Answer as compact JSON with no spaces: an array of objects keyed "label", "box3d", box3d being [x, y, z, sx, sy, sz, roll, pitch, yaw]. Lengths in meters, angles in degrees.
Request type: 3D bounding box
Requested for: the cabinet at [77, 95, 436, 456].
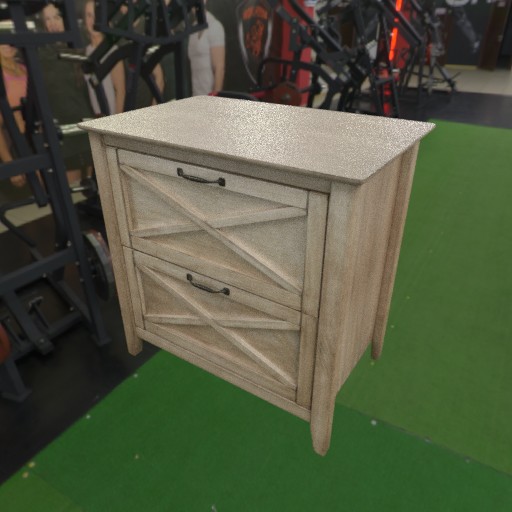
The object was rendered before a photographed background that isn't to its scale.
[{"label":"cabinet","box3d":[0.000,0.000,1.299,0.763,0.762,0.503,18,34,29]}]
